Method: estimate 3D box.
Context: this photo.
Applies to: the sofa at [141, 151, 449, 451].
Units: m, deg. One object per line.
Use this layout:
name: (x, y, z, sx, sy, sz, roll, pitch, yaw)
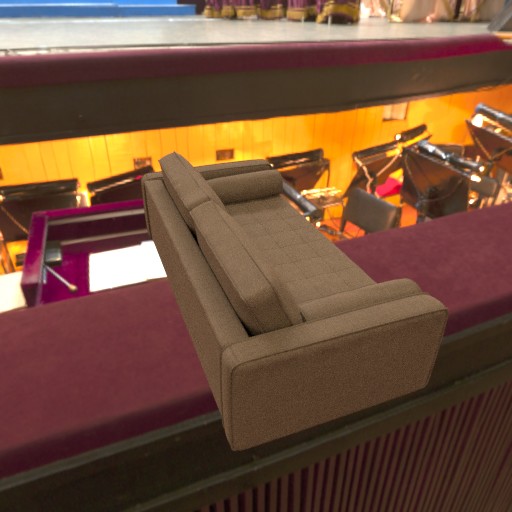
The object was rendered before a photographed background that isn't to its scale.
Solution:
sofa: (0.000, 0.000, 2.388, 0.914, 0.762, 1.879, -11, 33, -18)
